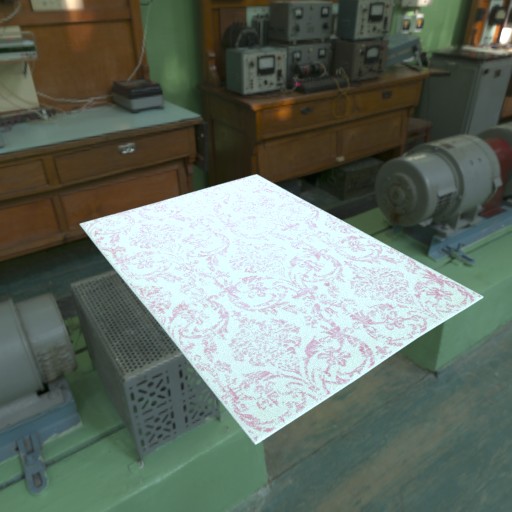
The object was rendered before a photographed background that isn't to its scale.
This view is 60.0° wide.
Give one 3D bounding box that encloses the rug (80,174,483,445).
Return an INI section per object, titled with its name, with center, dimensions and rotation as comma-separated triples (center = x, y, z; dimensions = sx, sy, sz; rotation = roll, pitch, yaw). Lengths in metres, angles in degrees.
[rug]
center = 0.000, 0.000, 2.874
dimensions = 1.598, 0.014, 2.202
rotation = -21, 39, -29
